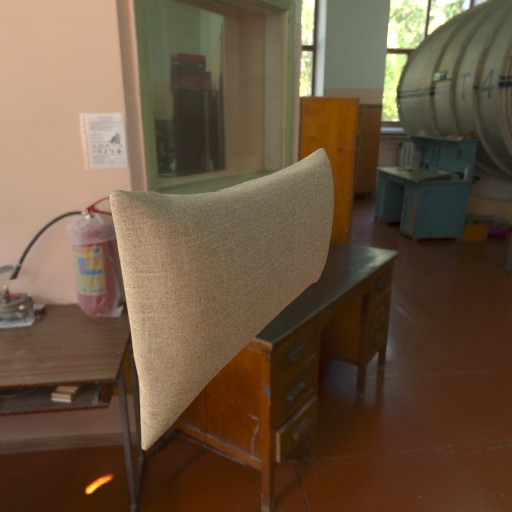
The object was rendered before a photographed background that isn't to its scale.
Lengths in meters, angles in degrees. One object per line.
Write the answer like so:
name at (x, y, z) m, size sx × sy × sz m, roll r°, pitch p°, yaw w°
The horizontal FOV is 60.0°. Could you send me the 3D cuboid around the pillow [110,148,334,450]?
pillow at (0.000, 0.000, 1.011) m, size 0.197 × 0.429 × 0.859 m, roll 9°, pitch 19°, yaw 25°
